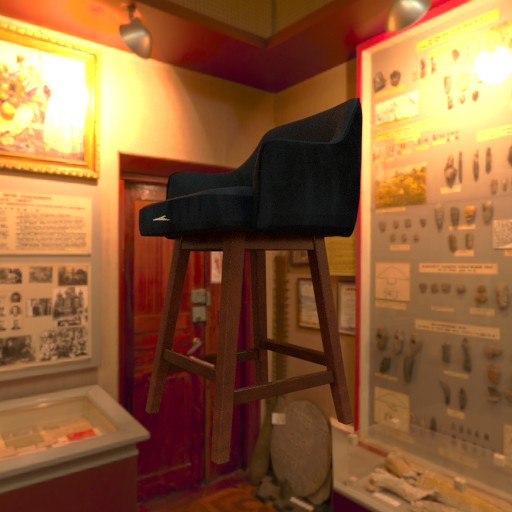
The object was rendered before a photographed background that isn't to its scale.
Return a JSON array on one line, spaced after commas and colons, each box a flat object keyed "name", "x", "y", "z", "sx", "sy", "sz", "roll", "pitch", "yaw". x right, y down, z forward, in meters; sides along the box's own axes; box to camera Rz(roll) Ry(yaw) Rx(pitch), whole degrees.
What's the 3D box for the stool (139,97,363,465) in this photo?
[{"name": "stool", "x": 0.000, "y": 0.000, "z": 1.306, "sx": 0.560, "sy": 0.940, "sz": 0.550, "roll": 0, "pitch": 0, "yaw": -36}]
